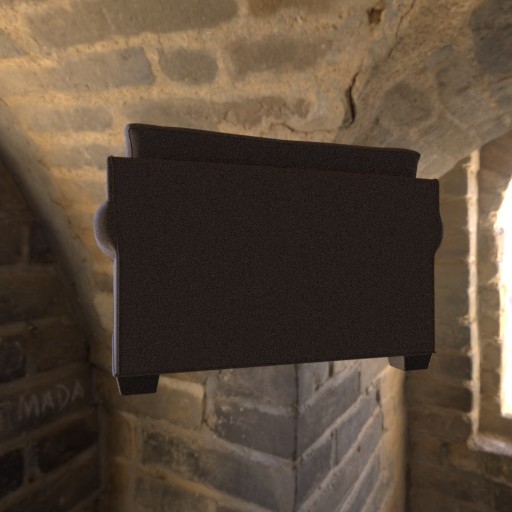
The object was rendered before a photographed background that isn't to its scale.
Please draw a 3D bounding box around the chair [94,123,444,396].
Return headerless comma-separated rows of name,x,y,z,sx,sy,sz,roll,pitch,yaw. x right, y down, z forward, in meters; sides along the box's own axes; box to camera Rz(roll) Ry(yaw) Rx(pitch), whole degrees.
chair,0.000,0.000,2.034,1.390,0.930,0.930,0,-1,-18
